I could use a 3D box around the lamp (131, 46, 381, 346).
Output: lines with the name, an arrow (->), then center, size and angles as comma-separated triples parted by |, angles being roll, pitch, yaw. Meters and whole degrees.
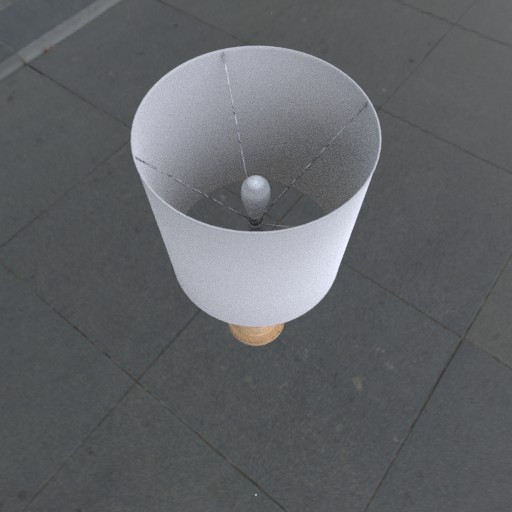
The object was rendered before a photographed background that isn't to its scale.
lamp -> 0.000, 0.000, 0.572 | 0.208, 0.455, 0.208 | -34, 67, -17
